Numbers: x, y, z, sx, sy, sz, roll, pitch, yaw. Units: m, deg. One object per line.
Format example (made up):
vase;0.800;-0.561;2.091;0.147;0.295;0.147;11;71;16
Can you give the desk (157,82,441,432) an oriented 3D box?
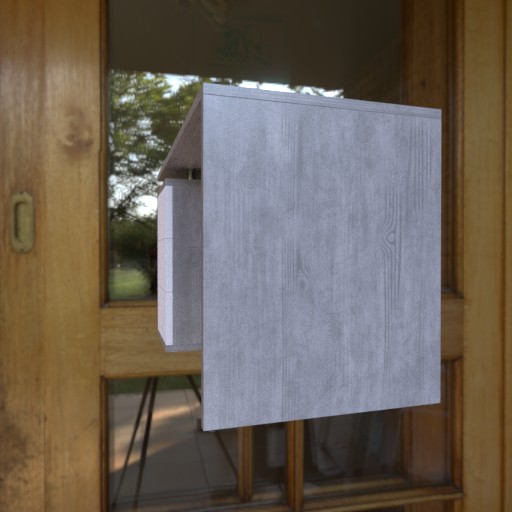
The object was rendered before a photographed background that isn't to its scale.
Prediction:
desk;0.000;0.000;1.594;0.600;0.740;1.200;0;1;-17
